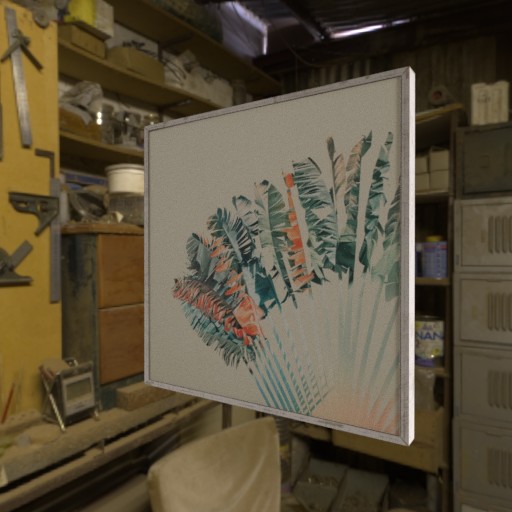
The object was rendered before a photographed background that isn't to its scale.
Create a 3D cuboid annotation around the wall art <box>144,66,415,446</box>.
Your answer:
[{"bbox_3d":[0.000,0.000,0.742,0.508,0.506,0.029,0,0,34],"label":"wall art"}]
